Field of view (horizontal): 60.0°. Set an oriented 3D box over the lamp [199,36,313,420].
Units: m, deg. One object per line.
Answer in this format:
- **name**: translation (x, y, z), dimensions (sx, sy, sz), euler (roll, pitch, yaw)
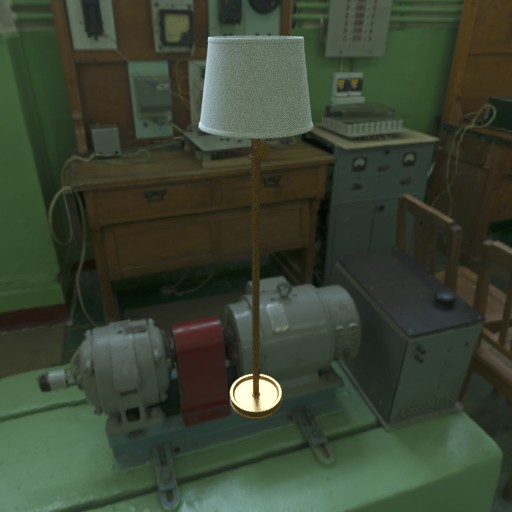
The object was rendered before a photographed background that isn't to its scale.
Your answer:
- **lamp**: translation (0.000, 0.000, 0.802), dimensions (0.178, 0.710, 0.178), euler (0, 28, 0)
